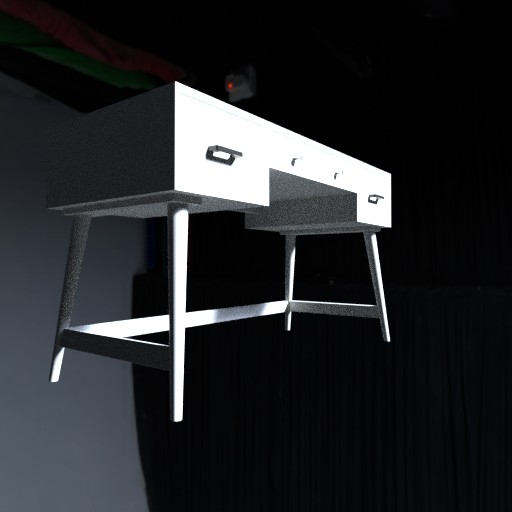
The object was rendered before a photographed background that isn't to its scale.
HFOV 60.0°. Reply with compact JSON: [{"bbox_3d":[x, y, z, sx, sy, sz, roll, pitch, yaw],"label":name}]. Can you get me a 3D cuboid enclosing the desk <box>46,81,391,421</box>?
[{"bbox_3d":[0.000,0.000,1.677,0.589,0.762,1.313,-1,-1,37],"label":"desk"}]
